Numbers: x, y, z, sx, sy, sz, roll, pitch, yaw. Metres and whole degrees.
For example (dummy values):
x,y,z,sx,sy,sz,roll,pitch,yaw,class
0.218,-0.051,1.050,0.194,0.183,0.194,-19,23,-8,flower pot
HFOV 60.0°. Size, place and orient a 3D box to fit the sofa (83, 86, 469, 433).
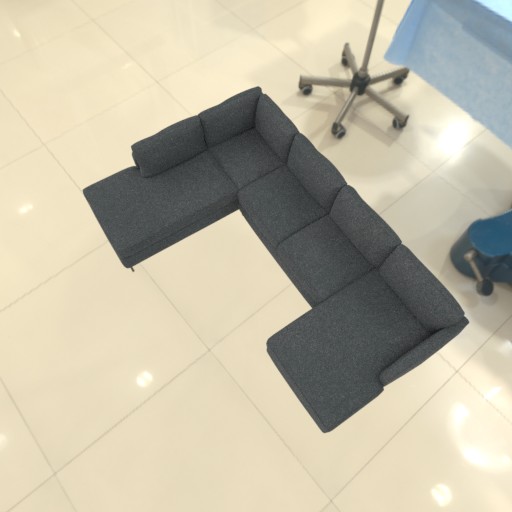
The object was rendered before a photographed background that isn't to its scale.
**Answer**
x,y,z,sx,sy,sz,roll,pitch,yaw,class
0.000,0.000,3.822,2.007,0.813,2.956,-30,67,-14,sofa
